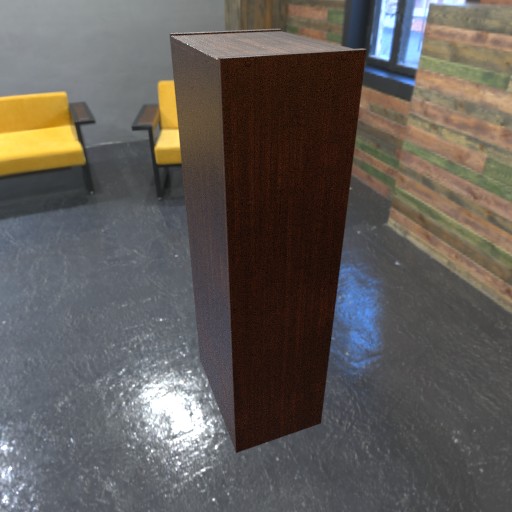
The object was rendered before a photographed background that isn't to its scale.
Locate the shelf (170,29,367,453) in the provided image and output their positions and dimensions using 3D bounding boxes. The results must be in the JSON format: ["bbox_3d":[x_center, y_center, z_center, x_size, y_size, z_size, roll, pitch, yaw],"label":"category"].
[{"bbox_3d":[0.000,0.000,1.248,0.290,1.099,0.415,-12,34,-18],"label":"shelf"}]
